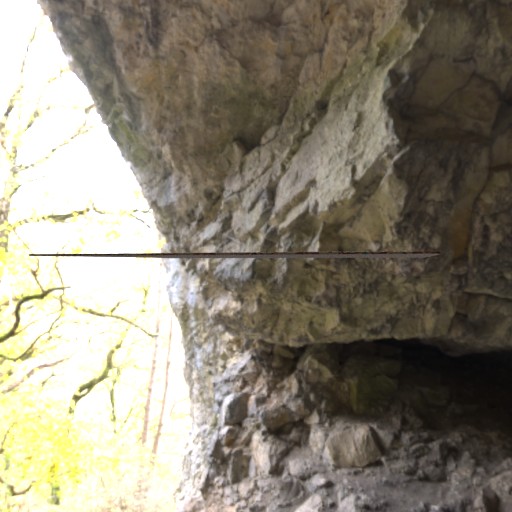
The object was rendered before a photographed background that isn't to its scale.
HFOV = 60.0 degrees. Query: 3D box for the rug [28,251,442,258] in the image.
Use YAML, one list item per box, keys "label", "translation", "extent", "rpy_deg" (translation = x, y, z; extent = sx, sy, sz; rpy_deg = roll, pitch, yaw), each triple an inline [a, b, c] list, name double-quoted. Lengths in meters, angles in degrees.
- label: "rug"
  translation: [0.000, 0.000, 4.355]
  extent: [3.215, 0.020, 2.446]
  rpy_deg: [0, -1, 19]
